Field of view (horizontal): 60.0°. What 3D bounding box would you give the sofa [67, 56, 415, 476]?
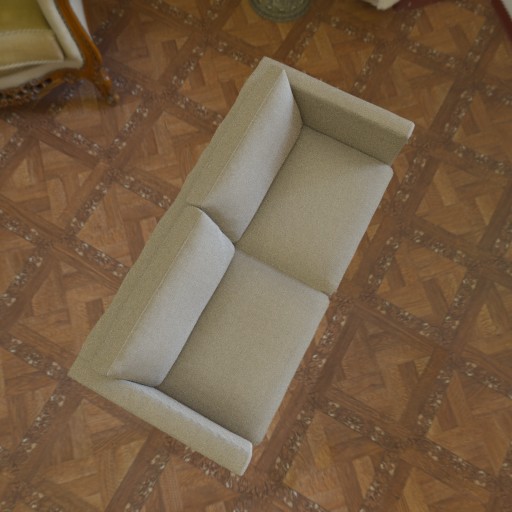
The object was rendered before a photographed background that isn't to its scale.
[{"bbox_3d":[0.000,0.000,2.467,0.956,0.847,1.987,27,77,7],"label":"sofa"}]
